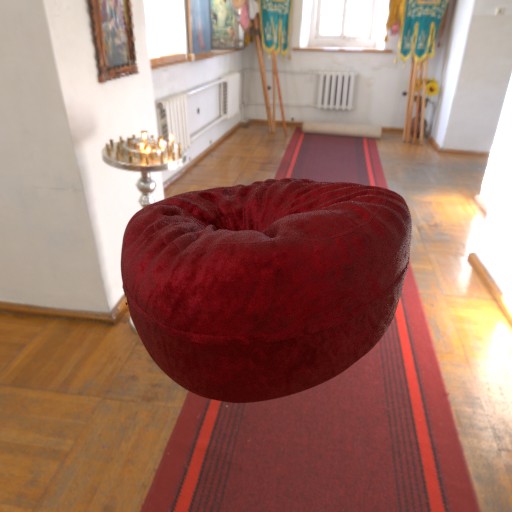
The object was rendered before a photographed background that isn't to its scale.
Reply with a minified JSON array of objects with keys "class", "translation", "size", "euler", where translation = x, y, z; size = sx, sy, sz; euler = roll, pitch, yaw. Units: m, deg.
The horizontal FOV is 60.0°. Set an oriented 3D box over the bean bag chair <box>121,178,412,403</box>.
[{"class":"bean bag chair","translation":[0.000,0.000,2.441],"size":[1.524,0.878,1.524],"euler":[-19,35,-31]}]
